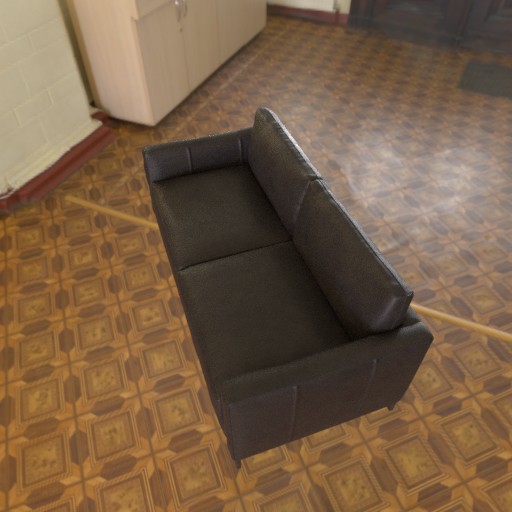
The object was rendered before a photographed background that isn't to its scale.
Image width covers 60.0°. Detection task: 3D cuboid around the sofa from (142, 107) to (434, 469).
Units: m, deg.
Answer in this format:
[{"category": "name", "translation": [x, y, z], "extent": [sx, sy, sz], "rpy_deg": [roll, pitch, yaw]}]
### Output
[{"category": "sofa", "translation": [0.000, 0.000, 2.376], "extent": [0.947, 0.883, 1.805], "rpy_deg": [-16, 48, -15]}]
